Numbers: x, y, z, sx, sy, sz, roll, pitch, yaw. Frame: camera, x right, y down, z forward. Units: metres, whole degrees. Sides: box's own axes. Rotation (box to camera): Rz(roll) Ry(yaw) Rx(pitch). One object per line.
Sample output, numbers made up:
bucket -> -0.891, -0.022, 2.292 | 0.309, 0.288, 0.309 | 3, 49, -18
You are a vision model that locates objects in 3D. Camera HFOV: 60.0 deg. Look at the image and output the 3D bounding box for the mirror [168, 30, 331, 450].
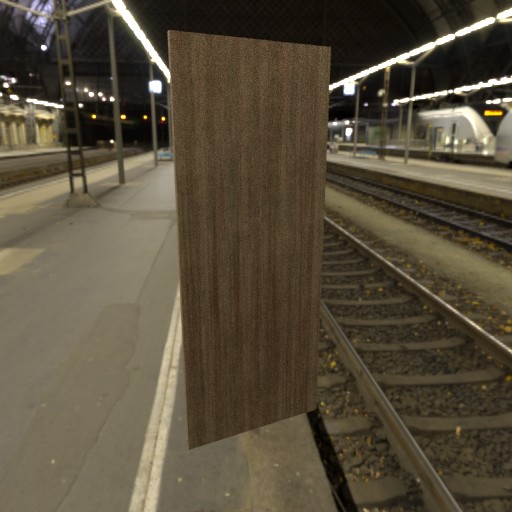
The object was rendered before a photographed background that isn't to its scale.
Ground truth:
mirror -> 0.000, 0.000, 2.277 | 0.812, 2.032, 0.025 | -7, 17, -26
